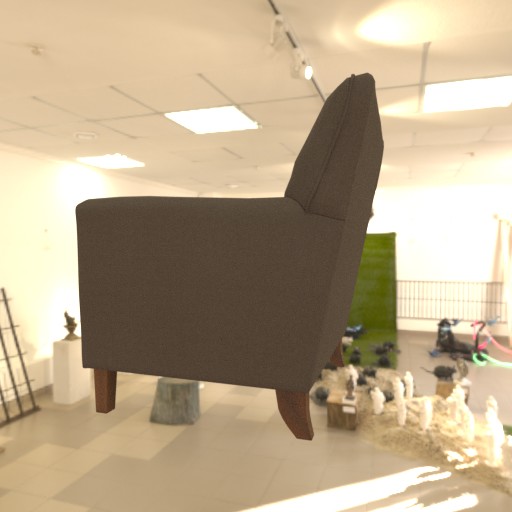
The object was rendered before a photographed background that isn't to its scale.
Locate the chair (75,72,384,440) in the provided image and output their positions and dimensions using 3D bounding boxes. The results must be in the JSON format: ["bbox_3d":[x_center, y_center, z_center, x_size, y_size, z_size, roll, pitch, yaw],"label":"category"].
[{"bbox_3d":[0.000,0.000,1.543,0.831,0.911,0.836,0,2,18],"label":"chair"}]
